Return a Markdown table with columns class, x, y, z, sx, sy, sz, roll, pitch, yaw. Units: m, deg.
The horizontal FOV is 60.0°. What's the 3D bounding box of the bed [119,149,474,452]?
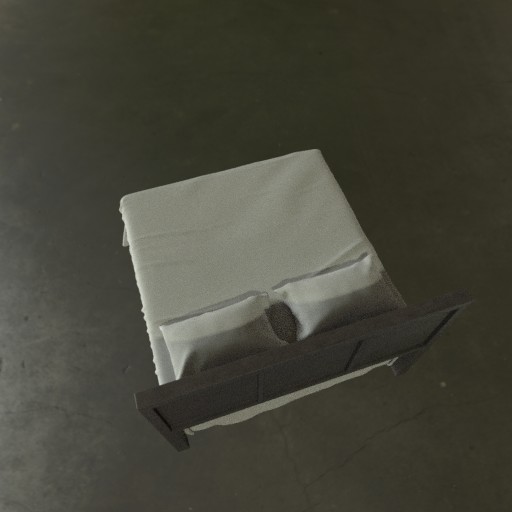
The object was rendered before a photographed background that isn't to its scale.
| class | x | y | z | sx | sy | sz | roll | pitch | yaw |
| --- | --- | --- | --- | --- | --- | --- | --- | --- | --- |
| bed | 0.000 | 0.000 | 2.894 | 1.772 | 1.142 | 1.785 | -16 | 59 | -10 |
